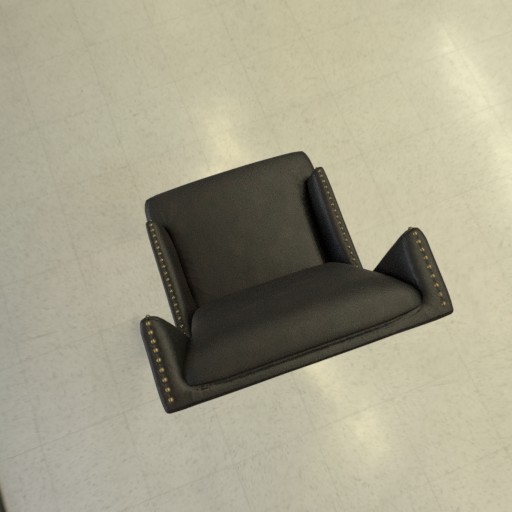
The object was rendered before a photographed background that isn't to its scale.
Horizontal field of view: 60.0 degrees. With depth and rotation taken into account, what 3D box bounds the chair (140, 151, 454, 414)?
[{"bbox_3d":[0.000,0.000,1.588,0.703,1.142,0.799,-18,77,-4],"label":"chair"}]
